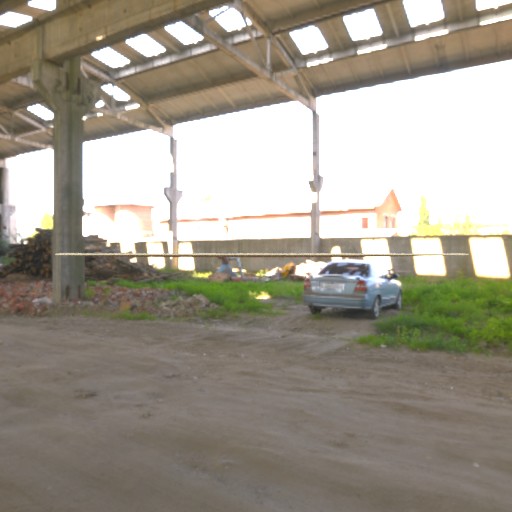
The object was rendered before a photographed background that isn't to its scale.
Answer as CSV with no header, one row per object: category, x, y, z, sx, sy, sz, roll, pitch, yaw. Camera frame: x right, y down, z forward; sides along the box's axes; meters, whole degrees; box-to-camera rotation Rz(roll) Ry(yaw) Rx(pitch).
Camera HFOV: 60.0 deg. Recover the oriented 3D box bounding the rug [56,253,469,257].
rug,0.000,0.000,4.011,2.363,0.012,2.980,0,0,-2
